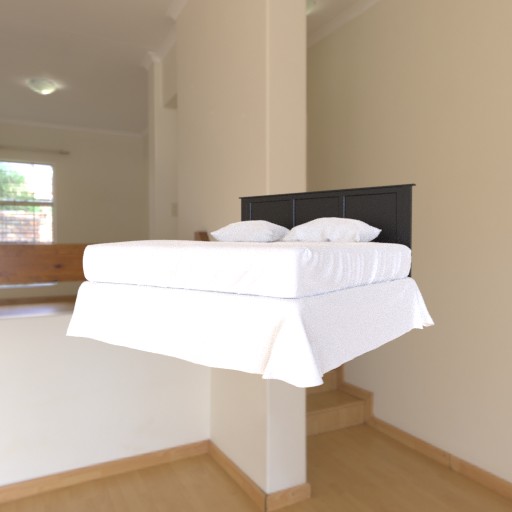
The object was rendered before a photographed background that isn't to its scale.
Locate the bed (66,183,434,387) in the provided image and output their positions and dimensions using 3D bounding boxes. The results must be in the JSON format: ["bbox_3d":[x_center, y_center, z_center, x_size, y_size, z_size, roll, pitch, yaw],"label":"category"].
[{"bbox_3d":[0.000,0.000,3.690,2.315,1.271,2.219,1,2,37],"label":"bed"}]
